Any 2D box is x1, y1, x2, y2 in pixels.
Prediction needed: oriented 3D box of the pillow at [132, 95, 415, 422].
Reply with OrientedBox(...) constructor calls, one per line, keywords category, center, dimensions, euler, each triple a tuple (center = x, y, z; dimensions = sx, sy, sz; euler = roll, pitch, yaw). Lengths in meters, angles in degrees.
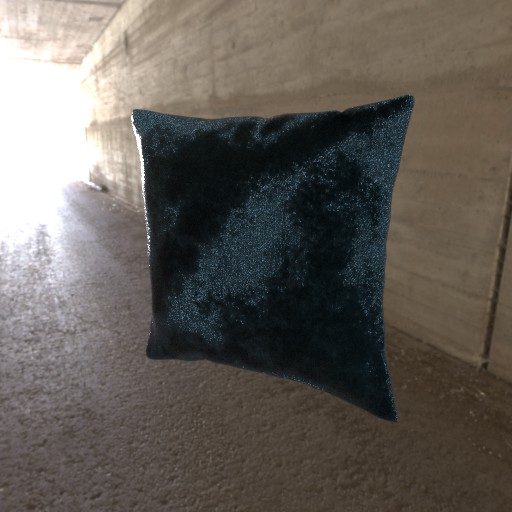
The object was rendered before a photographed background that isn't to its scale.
OrientedBox(category="pillow", center=(0.000, 0.000, 0.646), dimensions=(0.436, 0.430, 0.138), euler=(8, 17, 26))
